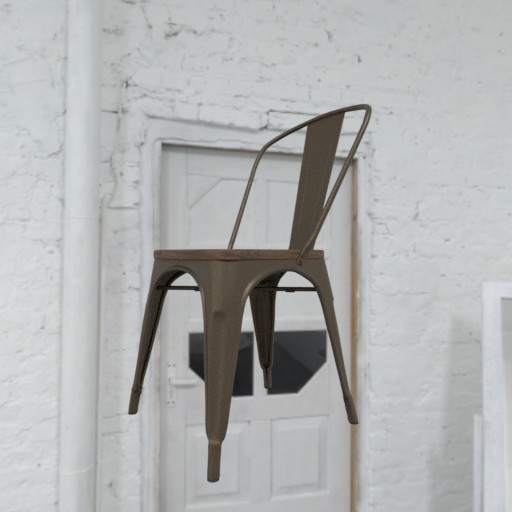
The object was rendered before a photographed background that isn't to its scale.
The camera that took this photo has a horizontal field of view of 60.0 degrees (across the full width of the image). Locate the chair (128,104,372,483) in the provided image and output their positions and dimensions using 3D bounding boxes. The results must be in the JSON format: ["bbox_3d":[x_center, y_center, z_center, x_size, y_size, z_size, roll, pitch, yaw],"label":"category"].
[{"bbox_3d":[0.000,0.000,1.160,0.532,0.844,0.451,0,0,-36],"label":"chair"}]
